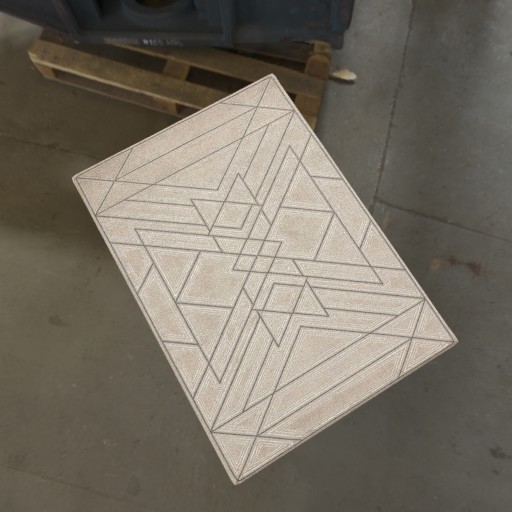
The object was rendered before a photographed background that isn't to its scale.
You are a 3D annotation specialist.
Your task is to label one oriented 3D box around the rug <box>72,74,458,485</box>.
[{"bbox_3d":[0.000,0.000,4.364,2.436,0.026,3.381,-30,78,-7],"label":"rug"}]
